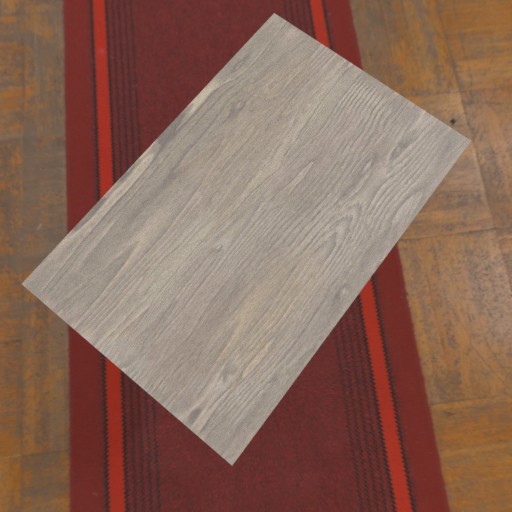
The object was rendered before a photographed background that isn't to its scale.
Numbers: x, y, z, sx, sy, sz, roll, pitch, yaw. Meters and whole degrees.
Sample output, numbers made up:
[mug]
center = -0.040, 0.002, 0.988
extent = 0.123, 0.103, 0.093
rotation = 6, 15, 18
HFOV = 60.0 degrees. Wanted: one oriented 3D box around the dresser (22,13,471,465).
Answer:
[dresser]
center = 0.000, 0.000, 1.273
extent = 0.529, 0.762, 0.809
rotation = 37, 79, 9
